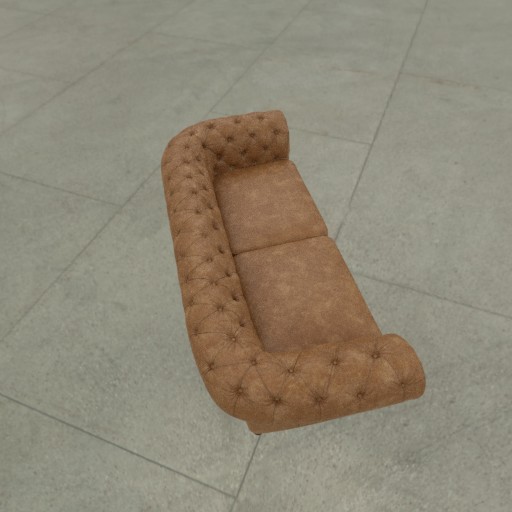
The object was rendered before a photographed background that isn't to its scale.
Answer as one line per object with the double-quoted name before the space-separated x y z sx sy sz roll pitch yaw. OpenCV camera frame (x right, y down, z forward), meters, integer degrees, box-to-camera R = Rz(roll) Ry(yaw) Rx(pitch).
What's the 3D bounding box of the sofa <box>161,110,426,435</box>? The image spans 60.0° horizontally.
"sofa" 0.000 0.000 2.803 0.989 0.760 2.365 -10 48 -9
